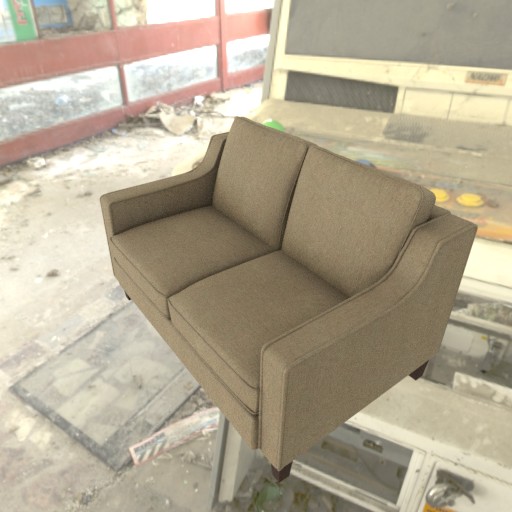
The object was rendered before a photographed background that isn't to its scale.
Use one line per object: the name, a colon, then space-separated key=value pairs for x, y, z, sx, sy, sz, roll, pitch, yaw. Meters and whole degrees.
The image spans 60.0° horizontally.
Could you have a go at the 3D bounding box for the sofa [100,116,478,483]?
sofa: x=0.000 y=0.000 z=2.104 sx=0.985 sy=0.981 sz=1.503 roll=-22 pitch=39 yaw=-30
